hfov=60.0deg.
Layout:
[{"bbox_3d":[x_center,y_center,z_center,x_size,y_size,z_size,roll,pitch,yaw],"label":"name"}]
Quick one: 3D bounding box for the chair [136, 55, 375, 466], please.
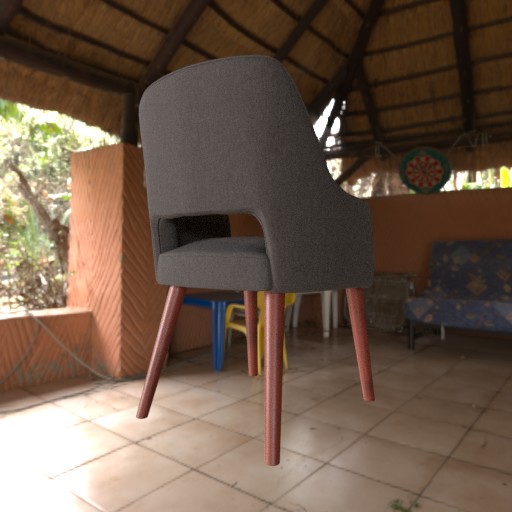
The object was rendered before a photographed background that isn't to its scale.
[{"bbox_3d":[0.000,0.000,1.201,0.559,0.838,0.560,0,1,37],"label":"chair"}]
